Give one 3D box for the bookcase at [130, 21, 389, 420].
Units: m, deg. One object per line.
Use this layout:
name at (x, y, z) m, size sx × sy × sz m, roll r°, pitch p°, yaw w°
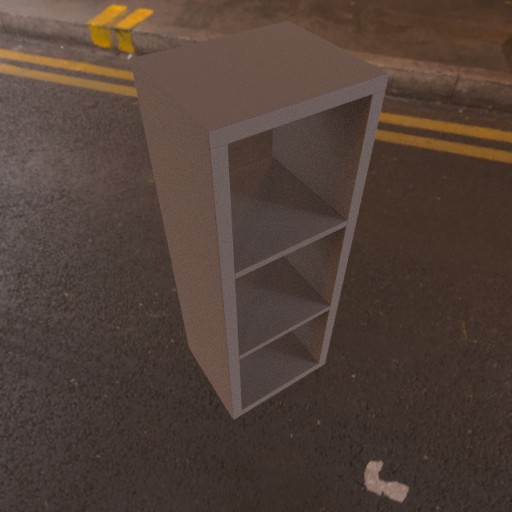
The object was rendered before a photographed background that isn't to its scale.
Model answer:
bookcase at (0.000, 0.000, 1.257) m, size 0.390 × 1.080 × 0.330 m, roll -25°, pitch 51°, yaw -22°
